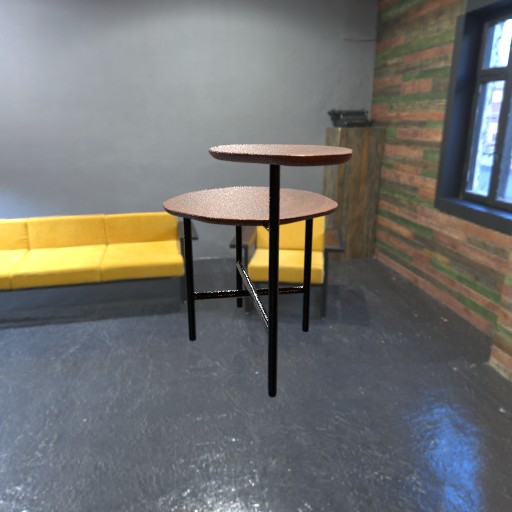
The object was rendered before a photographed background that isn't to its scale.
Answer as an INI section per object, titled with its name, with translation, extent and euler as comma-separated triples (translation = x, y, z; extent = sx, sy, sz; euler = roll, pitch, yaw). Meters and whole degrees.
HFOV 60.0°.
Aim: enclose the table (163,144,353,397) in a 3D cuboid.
[table]
translation = 0.000, 0.000, 1.090
extent = 0.442, 0.538, 0.759
euler = -3, 17, -9
